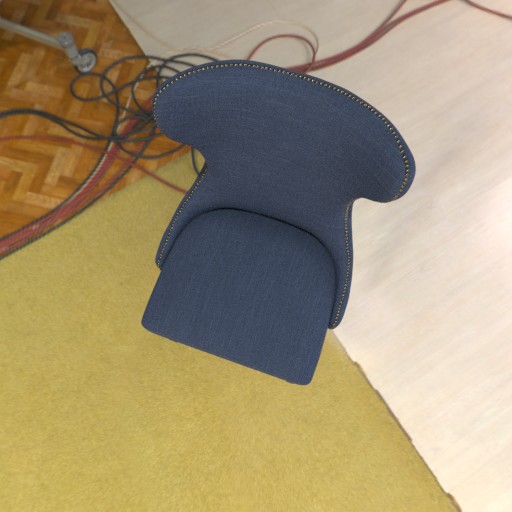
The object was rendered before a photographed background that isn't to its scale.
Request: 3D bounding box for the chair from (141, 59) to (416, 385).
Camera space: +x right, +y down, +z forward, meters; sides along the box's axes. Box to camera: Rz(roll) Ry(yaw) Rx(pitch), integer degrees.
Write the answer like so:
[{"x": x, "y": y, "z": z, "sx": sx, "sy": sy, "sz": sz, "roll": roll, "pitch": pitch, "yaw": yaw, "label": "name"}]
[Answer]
[{"x": 0.000, "y": 0.000, "z": 1.360, "sx": 0.628, "sy": 0.967, "sz": 0.635, "roll": 18, "pitch": 74, "yaw": 5, "label": "chair"}]
